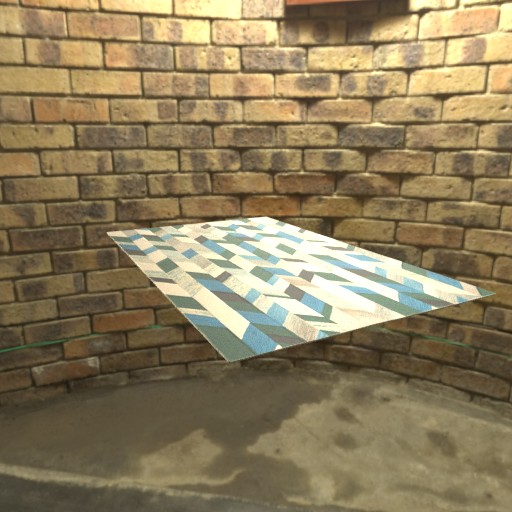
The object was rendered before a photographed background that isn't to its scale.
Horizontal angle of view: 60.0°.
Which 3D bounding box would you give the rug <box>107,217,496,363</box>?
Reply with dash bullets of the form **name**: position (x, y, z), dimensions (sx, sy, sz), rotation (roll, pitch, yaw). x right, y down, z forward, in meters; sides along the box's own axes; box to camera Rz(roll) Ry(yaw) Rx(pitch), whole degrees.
- **rug**: position (0.000, 0.000, 2.947), dimensions (1.507, 0.007, 2.433), rotation (-8, 17, -27)
